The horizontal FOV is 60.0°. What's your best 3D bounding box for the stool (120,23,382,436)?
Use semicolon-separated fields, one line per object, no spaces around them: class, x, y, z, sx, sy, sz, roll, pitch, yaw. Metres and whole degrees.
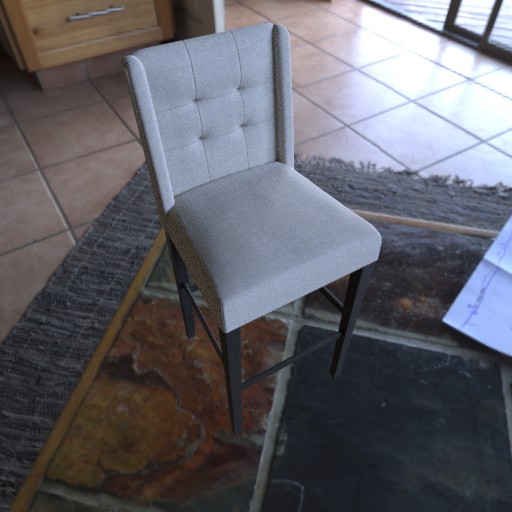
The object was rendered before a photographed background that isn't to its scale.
stool;0.000;0.000;1.335;0.474;1.116;0.509;-23;51;-21
